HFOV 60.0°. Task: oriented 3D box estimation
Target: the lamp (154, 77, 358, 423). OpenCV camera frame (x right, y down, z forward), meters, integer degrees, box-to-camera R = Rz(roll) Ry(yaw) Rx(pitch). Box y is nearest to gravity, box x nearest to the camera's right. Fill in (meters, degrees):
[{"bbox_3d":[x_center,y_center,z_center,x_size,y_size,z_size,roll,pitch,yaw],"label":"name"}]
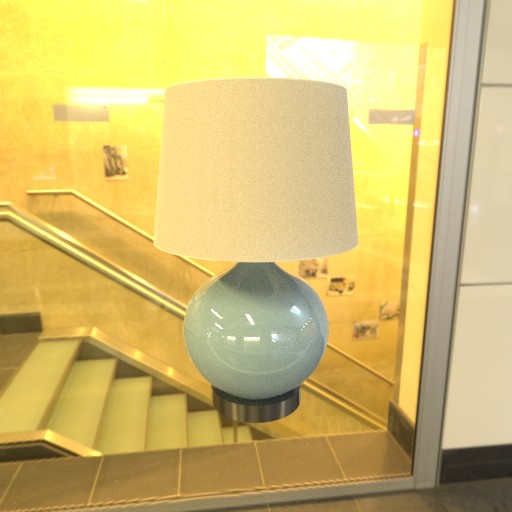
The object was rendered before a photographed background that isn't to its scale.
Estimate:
[{"bbox_3d":[0.000,0.000,0.551,0.247,0.387,0.247,0,13,0],"label":"lamp"}]
